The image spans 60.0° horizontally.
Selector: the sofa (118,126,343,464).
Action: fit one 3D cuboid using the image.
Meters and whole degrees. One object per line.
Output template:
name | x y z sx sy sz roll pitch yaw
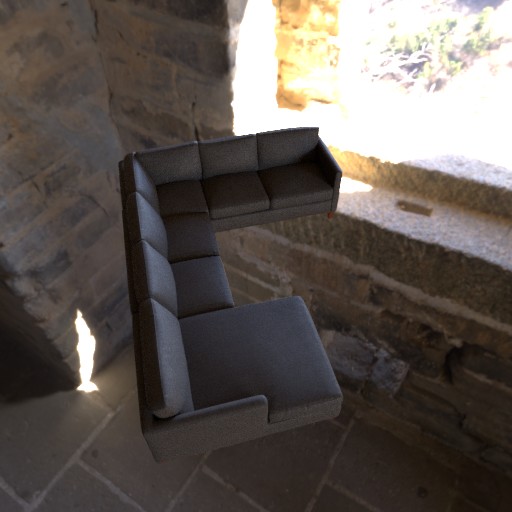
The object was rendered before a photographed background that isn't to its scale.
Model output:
sofa | 0.000 0.000 4.651 2.594 0.961 3.460 -11 48 -10
